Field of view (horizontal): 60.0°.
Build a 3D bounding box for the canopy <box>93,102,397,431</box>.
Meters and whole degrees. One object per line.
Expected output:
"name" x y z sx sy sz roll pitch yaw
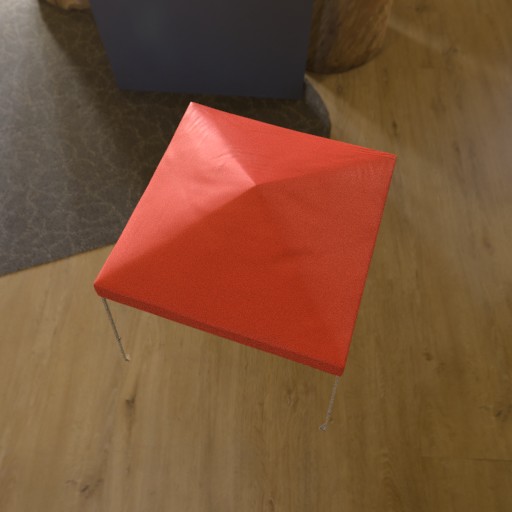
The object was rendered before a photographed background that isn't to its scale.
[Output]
"canopy" 0.000 0.000 5.167 2.850 2.850 2.849 17 65 8
